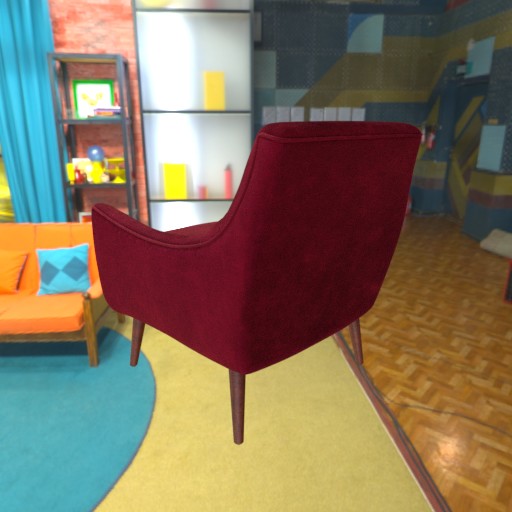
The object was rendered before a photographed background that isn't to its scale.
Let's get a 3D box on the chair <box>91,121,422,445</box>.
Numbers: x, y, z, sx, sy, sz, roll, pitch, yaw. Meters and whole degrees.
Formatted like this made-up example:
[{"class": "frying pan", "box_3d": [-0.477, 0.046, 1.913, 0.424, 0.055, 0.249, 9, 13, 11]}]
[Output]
[{"class": "chair", "box_3d": [0.000, 0.000, 1.440, 0.762, 0.838, 0.787, -16, 23, -42]}]
